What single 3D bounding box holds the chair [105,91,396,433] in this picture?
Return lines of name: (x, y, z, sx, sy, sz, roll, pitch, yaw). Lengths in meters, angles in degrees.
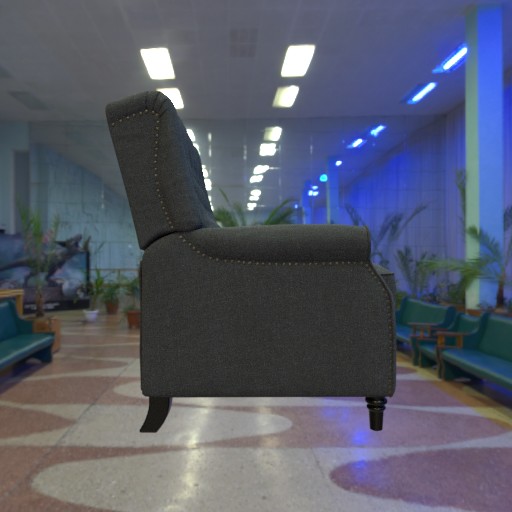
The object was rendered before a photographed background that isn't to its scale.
chair: (0.000, 0.000, 1.619, 0.898, 1.035, 0.742, 0, 0, -1)
